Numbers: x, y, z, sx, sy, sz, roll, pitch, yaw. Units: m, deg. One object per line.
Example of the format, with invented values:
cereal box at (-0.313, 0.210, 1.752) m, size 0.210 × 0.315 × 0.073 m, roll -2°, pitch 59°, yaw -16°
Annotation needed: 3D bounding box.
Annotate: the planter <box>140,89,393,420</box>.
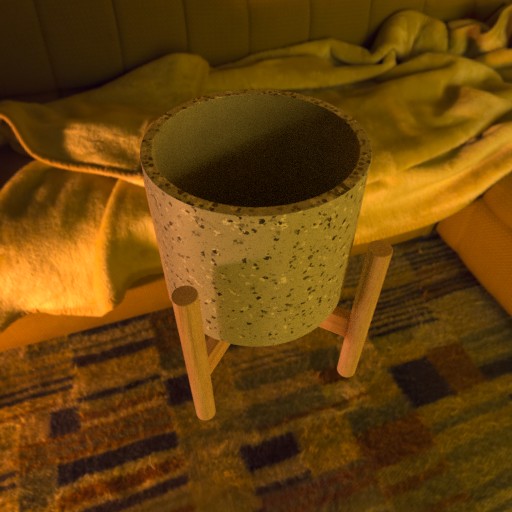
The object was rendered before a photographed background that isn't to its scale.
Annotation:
planter at (0.000, 0.000, 0.545) m, size 0.284 × 0.320 × 0.284 m, roll -31°, pitch 53°, yaw -27°
